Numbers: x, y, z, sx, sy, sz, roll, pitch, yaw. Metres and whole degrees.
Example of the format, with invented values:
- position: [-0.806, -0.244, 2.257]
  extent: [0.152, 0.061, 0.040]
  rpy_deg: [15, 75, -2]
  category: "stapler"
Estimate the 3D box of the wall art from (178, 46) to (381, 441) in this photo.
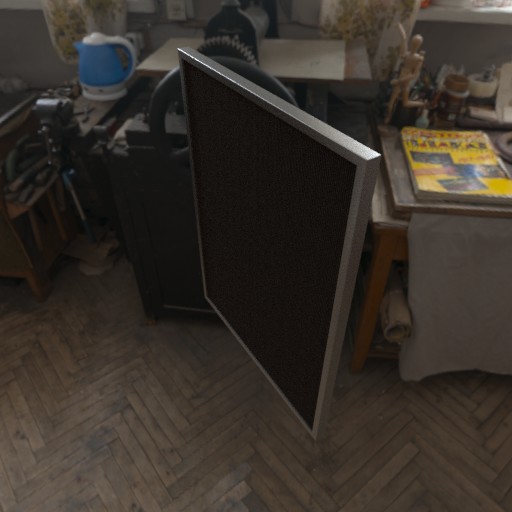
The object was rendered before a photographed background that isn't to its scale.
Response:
- position: [0.000, 0.000, 1.414]
  extent: [0.037, 1.062, 0.801]
  rpy_deg: [-23, 46, -24]
  category: "wall art"
